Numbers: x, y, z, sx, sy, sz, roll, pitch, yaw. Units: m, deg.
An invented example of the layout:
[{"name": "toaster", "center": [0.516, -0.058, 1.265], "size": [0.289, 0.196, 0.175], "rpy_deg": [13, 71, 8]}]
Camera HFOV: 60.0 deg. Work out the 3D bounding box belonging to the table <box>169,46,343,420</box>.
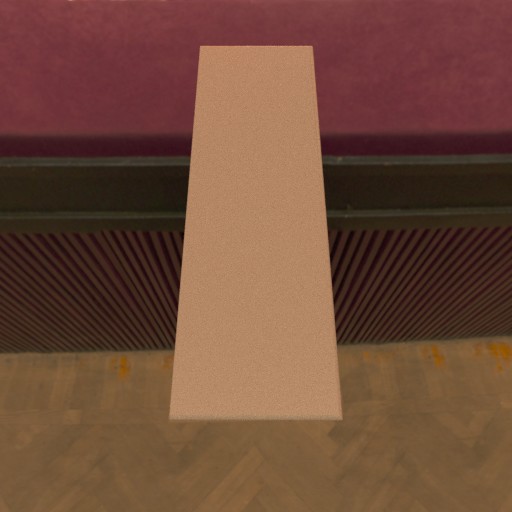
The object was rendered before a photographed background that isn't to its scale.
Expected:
[{"name": "table", "center": [0.000, 0.000, 1.597], "size": [0.384, 0.808, 1.197], "rpy_deg": [0, 64, 0]}]
